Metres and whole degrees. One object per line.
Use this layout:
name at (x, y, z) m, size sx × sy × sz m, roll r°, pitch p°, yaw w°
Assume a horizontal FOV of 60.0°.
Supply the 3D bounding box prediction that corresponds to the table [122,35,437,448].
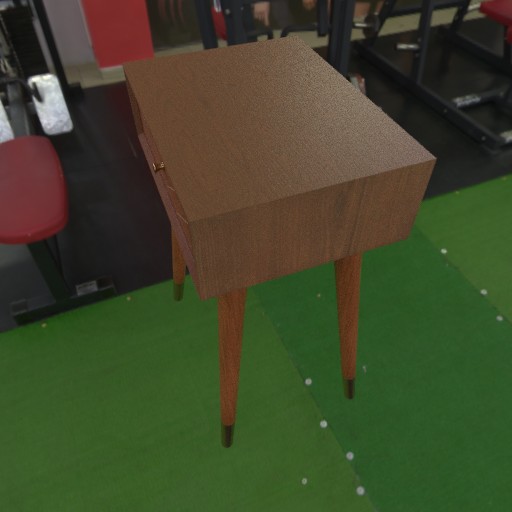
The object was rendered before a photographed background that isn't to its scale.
table at (0.000, 0.000, 0.812) m, size 0.300 × 0.599 × 0.406 m, roll -16°, pitch 49°, yaw -14°
